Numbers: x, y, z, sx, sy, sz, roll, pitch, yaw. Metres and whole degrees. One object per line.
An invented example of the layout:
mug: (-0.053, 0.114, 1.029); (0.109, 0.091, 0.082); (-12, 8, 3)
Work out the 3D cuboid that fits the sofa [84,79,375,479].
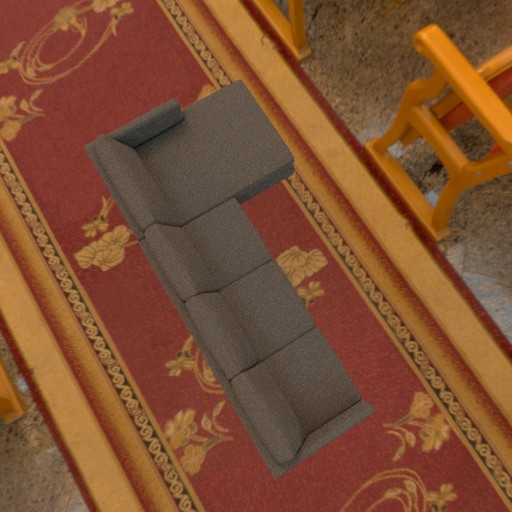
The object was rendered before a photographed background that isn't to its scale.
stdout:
sofa: (0.000, 0.000, 3.929); (1.625, 0.846, 3.186); (-31, 80, -6)
